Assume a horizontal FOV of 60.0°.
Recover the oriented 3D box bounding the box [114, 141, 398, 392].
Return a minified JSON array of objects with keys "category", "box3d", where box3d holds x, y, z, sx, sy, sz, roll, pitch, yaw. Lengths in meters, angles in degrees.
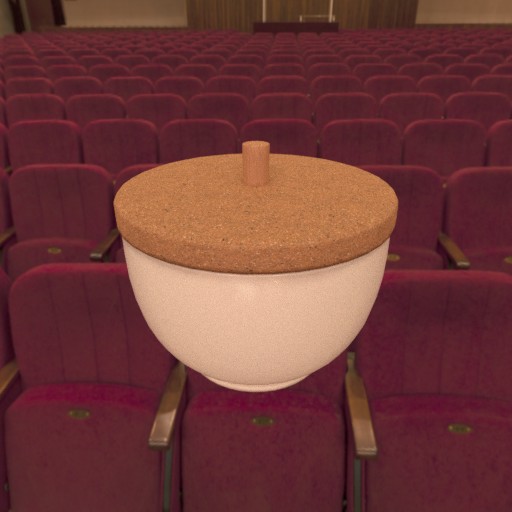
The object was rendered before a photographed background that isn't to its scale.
[{"category":"box","box3d":[0.000,0.000,0.186,0.107,0.094,0.107,0,27,0]}]
